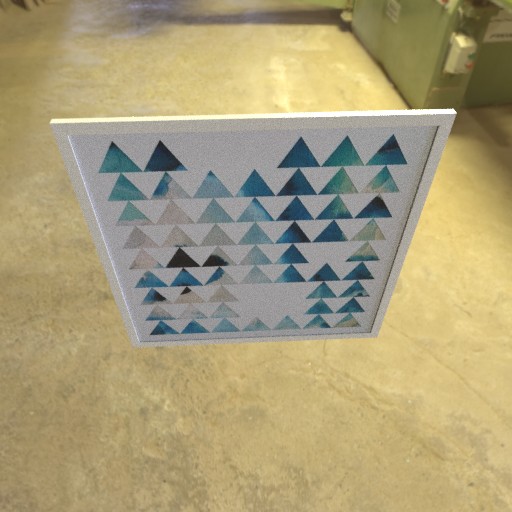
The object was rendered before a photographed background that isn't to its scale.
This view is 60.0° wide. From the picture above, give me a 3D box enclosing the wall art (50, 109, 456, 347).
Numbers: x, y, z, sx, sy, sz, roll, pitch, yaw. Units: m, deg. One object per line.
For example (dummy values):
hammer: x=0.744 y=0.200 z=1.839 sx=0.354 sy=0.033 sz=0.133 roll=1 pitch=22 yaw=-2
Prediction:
wall art: x=0.000 y=0.000 z=0.811 sx=0.557 sy=0.557 sz=0.012 roll=-2 pitch=46 yaw=-2
